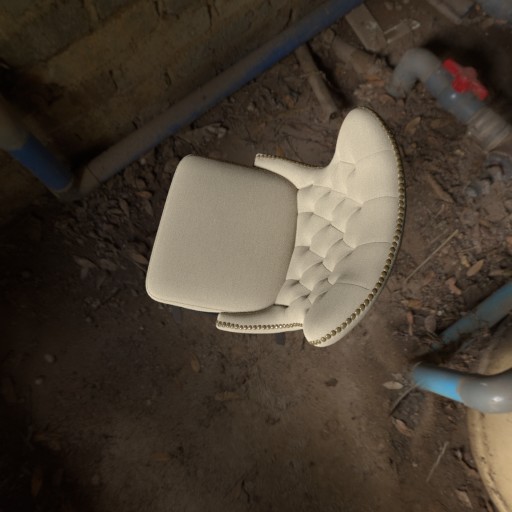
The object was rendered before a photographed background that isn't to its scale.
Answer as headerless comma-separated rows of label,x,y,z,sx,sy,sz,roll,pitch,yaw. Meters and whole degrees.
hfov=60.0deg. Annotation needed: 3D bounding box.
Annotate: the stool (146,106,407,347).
stool,0.000,0.000,1.390,0.605,1.066,0.528,12,77,3
